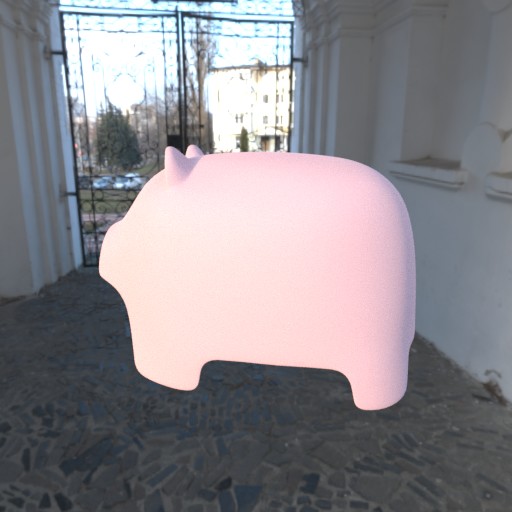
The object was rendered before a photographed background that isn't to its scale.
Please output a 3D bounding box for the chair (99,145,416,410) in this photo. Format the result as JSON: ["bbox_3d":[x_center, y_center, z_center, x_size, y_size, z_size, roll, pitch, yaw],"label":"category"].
[{"bbox_3d":[0.000,0.000,0.878,0.619,0.423,0.364,2,15,9],"label":"chair"}]
